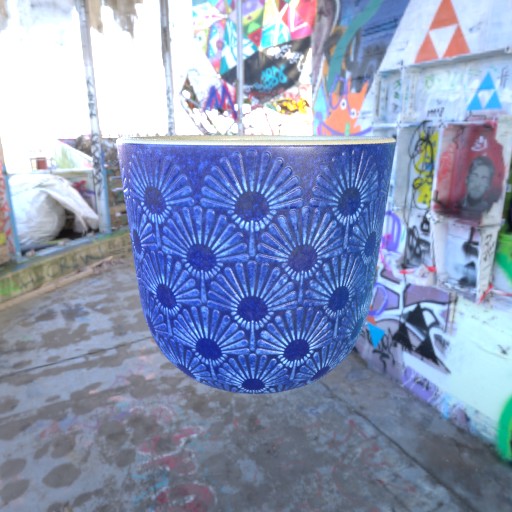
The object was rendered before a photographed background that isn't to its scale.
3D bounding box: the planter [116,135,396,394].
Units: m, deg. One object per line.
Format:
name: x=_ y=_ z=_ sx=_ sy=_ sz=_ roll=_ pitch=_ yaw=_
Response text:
planter: x=0.000 y=0.000 z=0.367 sx=0.206 sy=0.190 sz=0.206 roll=0 pitch=16 yaw=0
